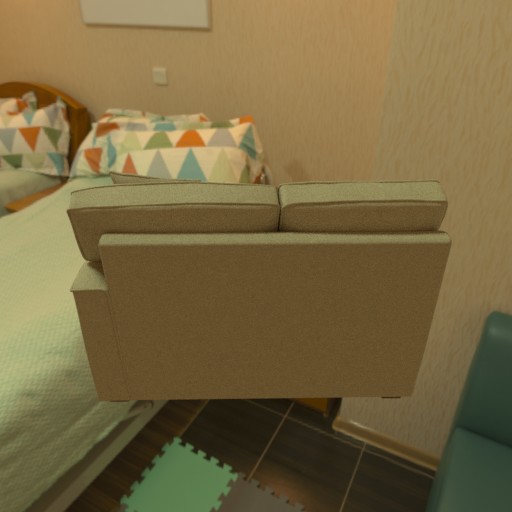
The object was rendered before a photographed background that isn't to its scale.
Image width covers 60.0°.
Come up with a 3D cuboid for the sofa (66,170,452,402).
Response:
[{"bbox_3d":[0.000,0.000,2.100,1.388,0.989,0.991,0,30,-1],"label":"sofa"}]
